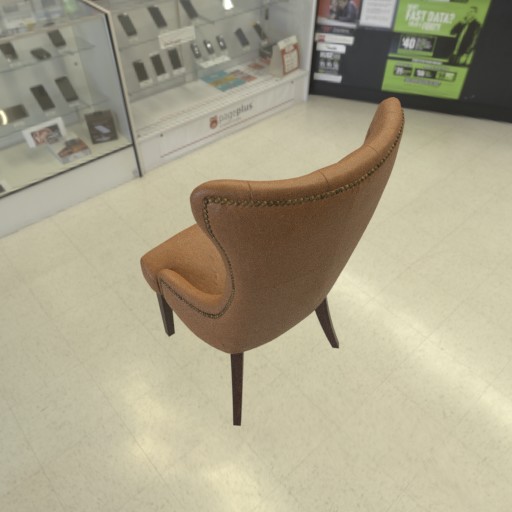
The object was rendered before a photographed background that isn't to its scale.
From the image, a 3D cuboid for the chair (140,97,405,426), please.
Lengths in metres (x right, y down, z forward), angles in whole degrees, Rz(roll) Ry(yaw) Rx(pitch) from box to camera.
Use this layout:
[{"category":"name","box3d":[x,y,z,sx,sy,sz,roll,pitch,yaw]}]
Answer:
[{"category":"chair","box3d":[0.000,0.000,1.445,0.611,1.065,0.669,-30,53,-26]}]
